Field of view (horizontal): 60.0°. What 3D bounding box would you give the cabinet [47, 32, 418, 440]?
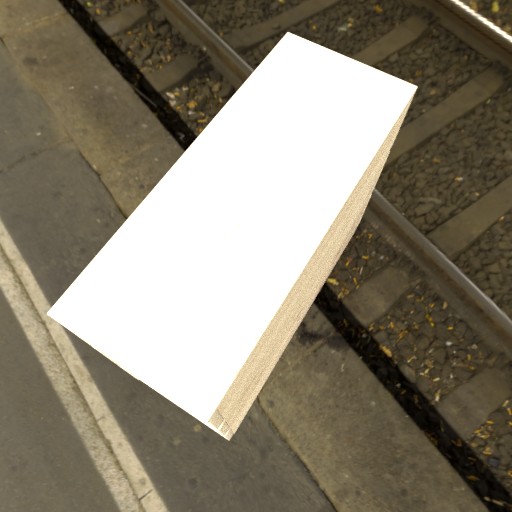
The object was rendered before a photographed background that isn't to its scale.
[{"bbox_3d":[0.000,0.000,1.470,0.420,0.820,1.040,29,68,13],"label":"cabinet"}]
